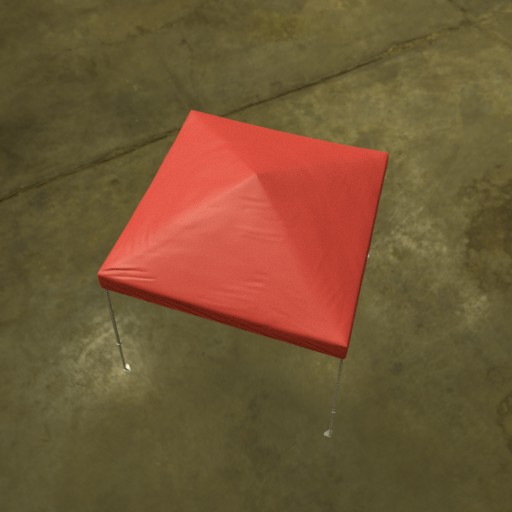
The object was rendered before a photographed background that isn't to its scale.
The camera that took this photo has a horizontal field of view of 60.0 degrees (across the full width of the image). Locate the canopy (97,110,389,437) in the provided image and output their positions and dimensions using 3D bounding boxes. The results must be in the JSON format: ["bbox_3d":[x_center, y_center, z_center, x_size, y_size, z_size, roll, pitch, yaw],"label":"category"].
[{"bbox_3d":[0.000,0.000,5.260,2.849,2.849,2.848,15,60,9],"label":"canopy"}]
